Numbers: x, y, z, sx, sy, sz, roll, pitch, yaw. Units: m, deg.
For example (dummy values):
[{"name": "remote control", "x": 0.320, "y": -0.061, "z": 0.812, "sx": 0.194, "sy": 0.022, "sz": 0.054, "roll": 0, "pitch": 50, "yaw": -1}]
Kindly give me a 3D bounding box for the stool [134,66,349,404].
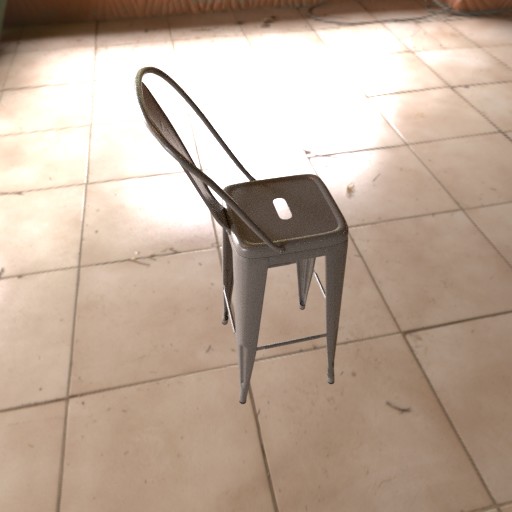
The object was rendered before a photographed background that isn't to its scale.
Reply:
[{"name": "stool", "x": 0.000, "y": 0.000, "z": 1.336, "sx": 0.513, "sy": 1.096, "sz": 0.399, "roll": -10, "pitch": 46, "yaw": -9}]
